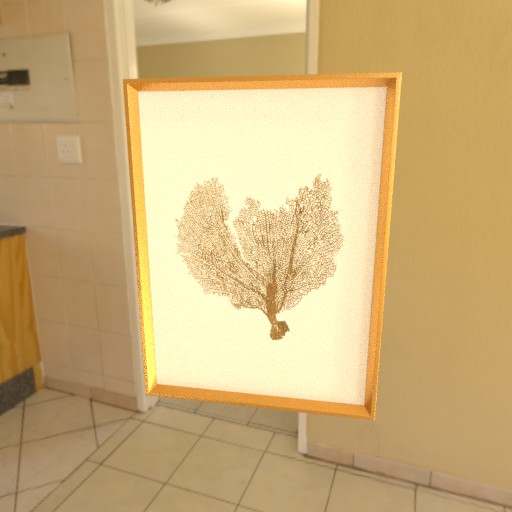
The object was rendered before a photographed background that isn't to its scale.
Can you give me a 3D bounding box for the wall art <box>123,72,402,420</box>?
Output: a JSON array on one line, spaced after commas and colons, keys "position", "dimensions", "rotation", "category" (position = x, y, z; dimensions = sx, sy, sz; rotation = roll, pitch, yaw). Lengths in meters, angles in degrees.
[{"position": [0.000, 0.000, 1.075], "dimensions": [0.610, 0.812, 0.038], "rotation": [3, 15, 10], "category": "wall art"}]
